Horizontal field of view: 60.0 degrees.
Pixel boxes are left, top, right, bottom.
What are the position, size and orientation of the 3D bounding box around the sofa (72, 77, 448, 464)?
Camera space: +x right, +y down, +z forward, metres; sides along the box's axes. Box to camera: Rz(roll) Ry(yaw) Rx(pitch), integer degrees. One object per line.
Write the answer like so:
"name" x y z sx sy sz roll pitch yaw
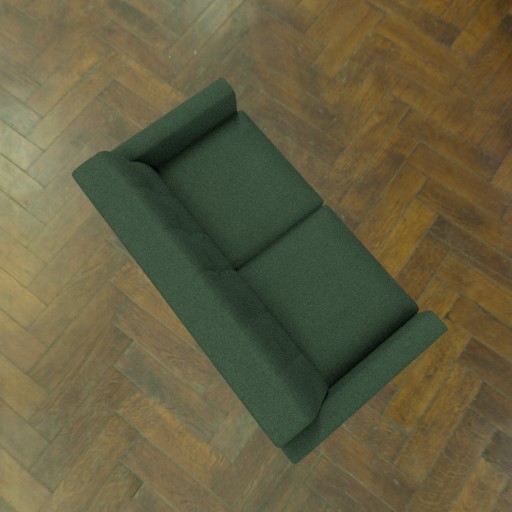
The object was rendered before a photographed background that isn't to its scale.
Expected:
"sofa" 0.000 0.000 2.156 0.909 0.841 1.631 -38 79 -9
